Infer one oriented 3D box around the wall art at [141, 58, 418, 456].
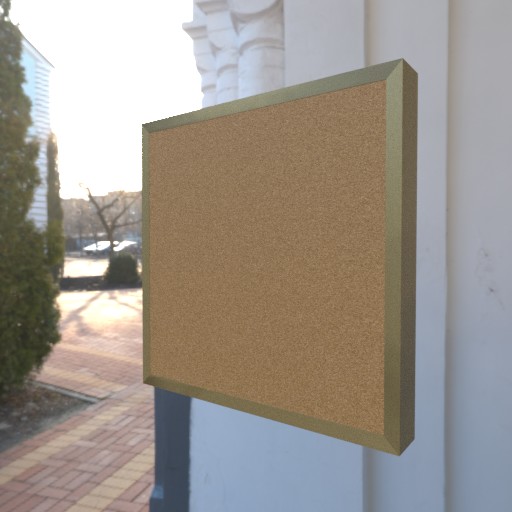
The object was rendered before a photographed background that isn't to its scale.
[{"bbox_3d":[0.000,0.000,0.445,0.304,0.305,0.038,1,2,37],"label":"wall art"}]
